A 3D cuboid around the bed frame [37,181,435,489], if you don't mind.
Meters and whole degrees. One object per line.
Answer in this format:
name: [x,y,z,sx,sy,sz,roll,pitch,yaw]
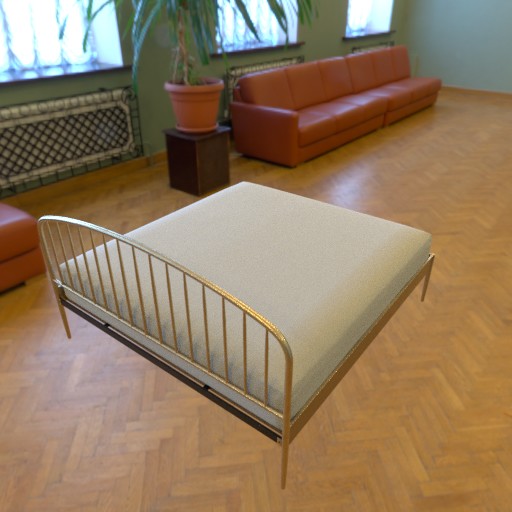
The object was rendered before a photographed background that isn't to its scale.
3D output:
bed frame: [0.000,0.000,3.313,2.016,1.174,2.152,21,36,32]
